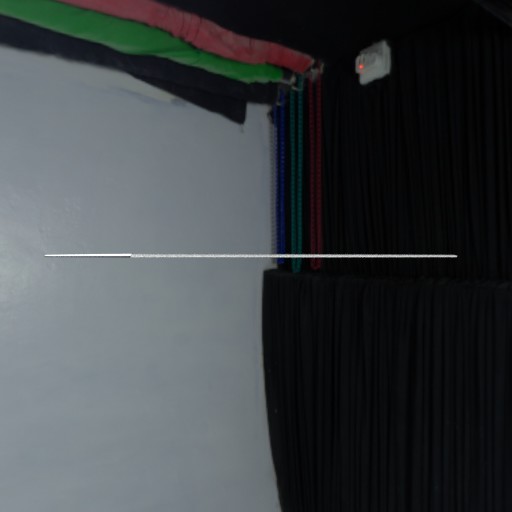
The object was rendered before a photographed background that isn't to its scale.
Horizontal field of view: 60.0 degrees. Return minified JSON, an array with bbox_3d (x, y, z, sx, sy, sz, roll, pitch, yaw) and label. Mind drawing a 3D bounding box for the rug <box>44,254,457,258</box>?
[{"bbox_3d":[0.000,0.000,3.528,2.746,0.018,1.819,0,0,-37],"label":"rug"}]
